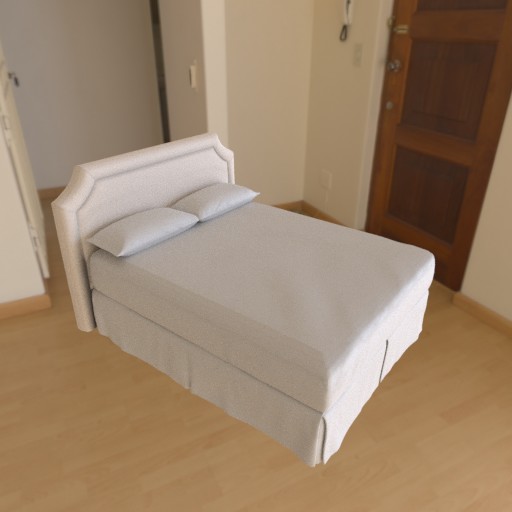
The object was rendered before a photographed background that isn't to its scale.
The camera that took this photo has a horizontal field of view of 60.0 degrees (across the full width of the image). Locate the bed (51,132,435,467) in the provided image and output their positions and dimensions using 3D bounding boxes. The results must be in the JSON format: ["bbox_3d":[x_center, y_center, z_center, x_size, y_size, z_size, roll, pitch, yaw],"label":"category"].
[{"bbox_3d":[0.000,0.000,3.258,2.164,1.297,1.828,20,34,33],"label":"bed"}]
